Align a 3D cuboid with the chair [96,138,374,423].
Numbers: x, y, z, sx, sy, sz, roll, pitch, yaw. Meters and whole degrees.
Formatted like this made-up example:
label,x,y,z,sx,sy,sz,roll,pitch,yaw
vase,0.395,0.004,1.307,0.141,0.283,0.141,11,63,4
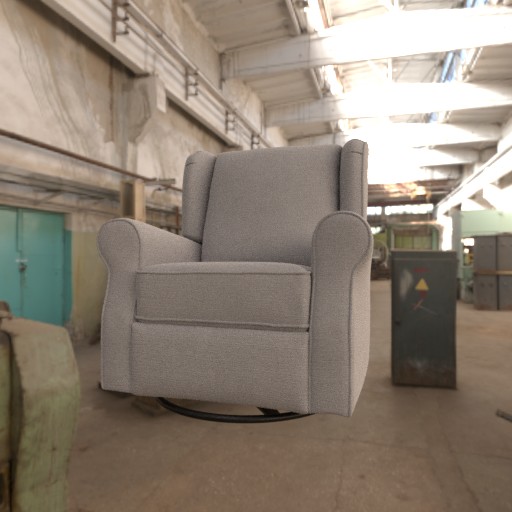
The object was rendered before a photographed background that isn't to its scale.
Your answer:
label,x,y,z,sx,sy,sz,roll,pitch,yaw
chair,0.000,0.000,1.694,0.906,0.966,0.854,0,0,18
